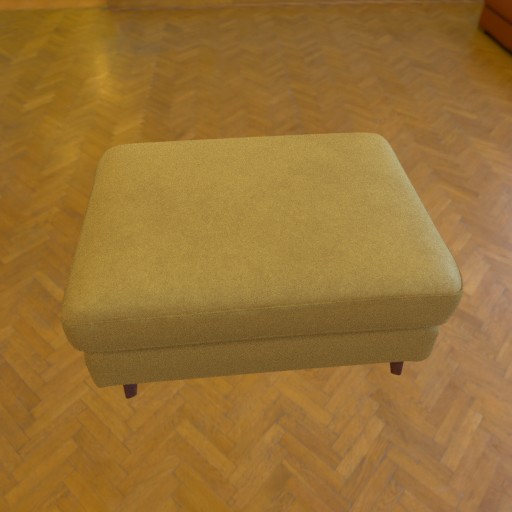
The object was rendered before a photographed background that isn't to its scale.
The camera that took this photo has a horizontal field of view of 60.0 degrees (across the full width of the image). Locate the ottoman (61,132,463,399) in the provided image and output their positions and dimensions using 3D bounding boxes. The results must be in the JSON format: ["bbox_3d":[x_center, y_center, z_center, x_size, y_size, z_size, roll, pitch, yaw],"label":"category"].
[{"bbox_3d":[0.000,0.000,1.146,0.811,0.449,0.608,-4,46,-4],"label":"ottoman"}]
